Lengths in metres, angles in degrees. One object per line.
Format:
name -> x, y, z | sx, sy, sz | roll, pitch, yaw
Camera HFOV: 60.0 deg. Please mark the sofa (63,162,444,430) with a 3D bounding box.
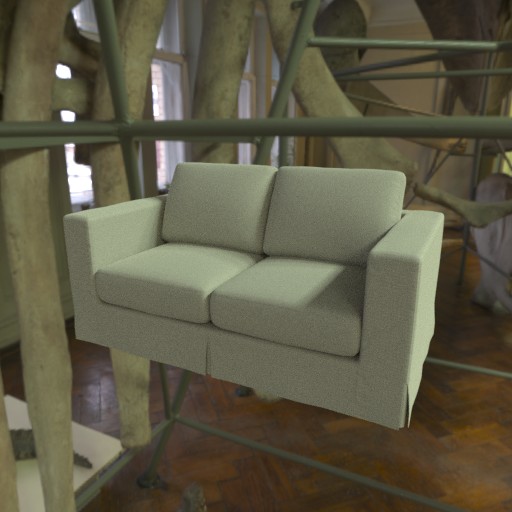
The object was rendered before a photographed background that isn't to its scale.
sofa -> 0.000, 0.000, 2.408 | 1.813, 0.932, 1.009 | 8, 18, 26
